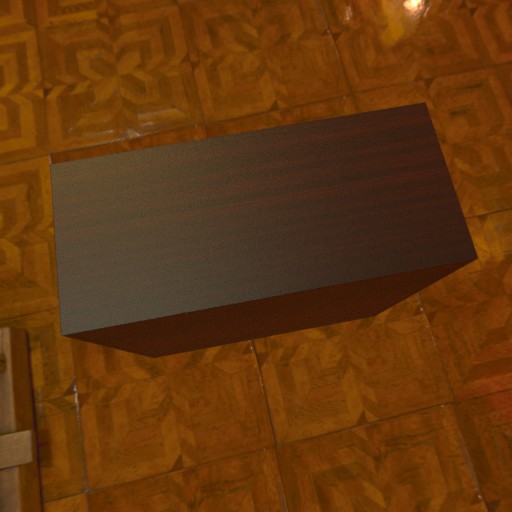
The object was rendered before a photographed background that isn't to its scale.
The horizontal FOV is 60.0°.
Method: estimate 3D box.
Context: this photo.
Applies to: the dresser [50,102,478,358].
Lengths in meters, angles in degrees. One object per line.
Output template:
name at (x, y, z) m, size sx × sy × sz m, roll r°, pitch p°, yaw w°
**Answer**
dresser at (0.000, 0.000, 1.175) m, size 0.750 × 0.720 × 0.360 m, roll -10°, pitch 74°, yaw -3°
